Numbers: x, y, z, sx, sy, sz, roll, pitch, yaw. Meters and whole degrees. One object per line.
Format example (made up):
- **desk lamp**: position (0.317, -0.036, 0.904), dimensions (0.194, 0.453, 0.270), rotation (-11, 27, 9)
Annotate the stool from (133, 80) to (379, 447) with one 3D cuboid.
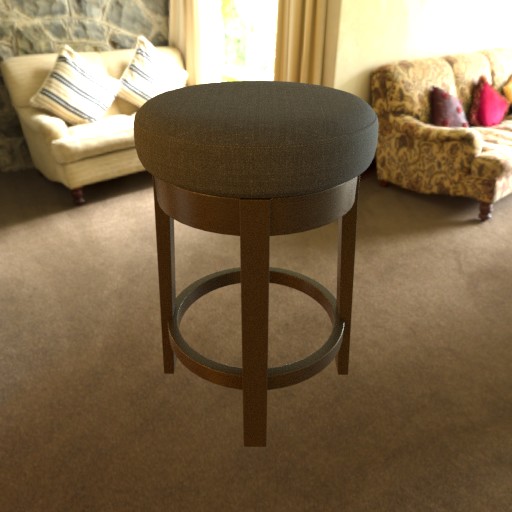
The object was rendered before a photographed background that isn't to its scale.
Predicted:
- **stool**: position (0.000, 0.000, 0.937), dimensions (0.449, 0.655, 0.449), rotation (0, 31, 0)
